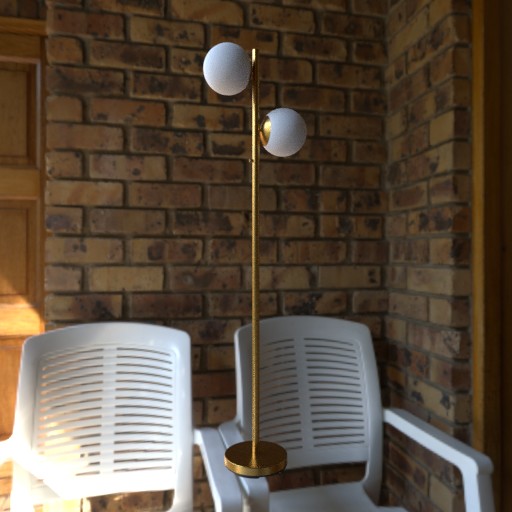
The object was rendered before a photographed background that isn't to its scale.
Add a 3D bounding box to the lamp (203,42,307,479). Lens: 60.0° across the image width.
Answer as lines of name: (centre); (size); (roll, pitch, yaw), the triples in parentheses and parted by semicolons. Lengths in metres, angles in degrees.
lamp: (0.000, 0.000, 1.757); (0.419, 1.641, 0.249); (0, 0, -17)
